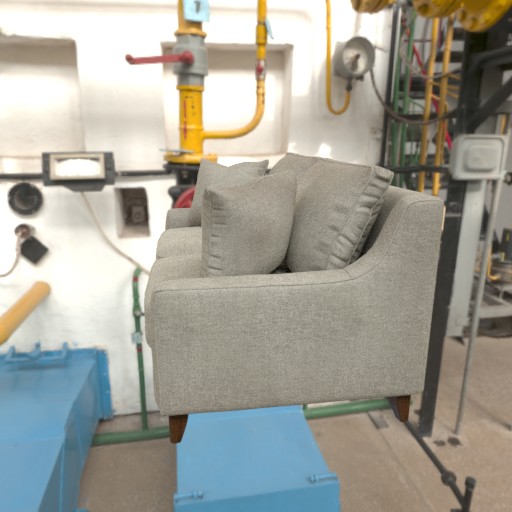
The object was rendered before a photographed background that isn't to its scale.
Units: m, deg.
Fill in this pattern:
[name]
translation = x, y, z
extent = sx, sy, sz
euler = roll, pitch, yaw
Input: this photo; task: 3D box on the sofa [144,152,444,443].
[sofa]
translation = 0.000, 0.000, 1.987
extent = 0.915, 0.863, 1.422
euler = -2, 16, -9
